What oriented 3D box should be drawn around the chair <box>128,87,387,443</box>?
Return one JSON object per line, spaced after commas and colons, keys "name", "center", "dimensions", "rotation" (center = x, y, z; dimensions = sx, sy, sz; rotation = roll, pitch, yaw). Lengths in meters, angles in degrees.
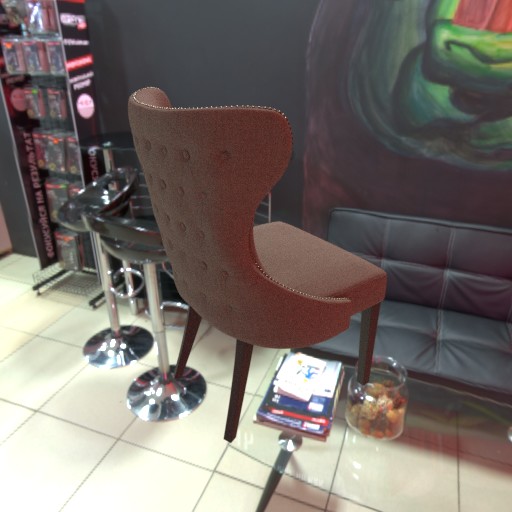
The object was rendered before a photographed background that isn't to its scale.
{"name": "chair", "center": [0.000, 0.000, 1.369], "dimensions": [0.635, 0.967, 0.628], "rotation": [-18, 31, -32]}
